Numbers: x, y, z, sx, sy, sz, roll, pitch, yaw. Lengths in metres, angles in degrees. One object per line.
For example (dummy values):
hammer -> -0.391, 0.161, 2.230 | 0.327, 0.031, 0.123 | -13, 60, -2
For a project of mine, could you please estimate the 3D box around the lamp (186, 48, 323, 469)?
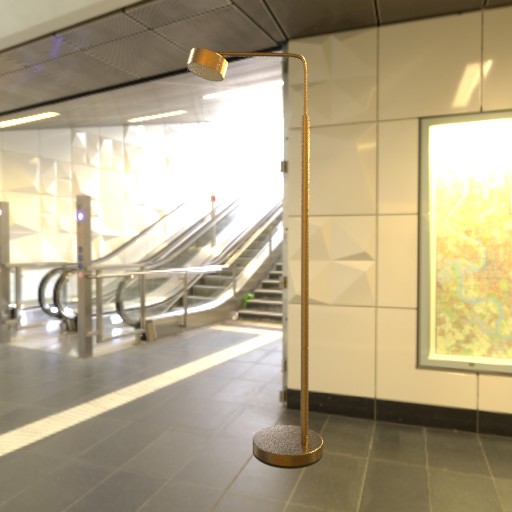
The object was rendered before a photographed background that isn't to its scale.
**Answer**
lamp -> 0.000, 0.000, 1.378 | 0.418, 1.230, 0.219 | 0, 1, 0
